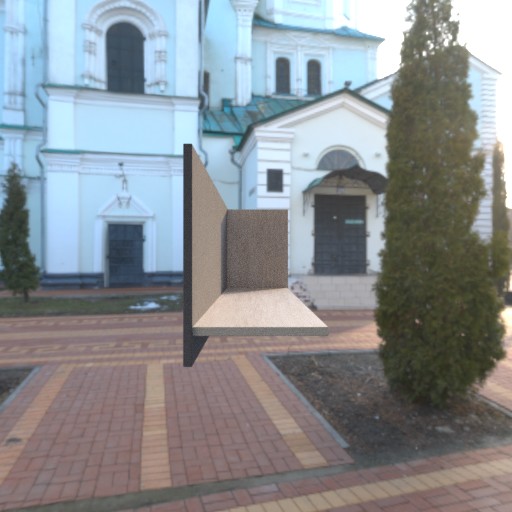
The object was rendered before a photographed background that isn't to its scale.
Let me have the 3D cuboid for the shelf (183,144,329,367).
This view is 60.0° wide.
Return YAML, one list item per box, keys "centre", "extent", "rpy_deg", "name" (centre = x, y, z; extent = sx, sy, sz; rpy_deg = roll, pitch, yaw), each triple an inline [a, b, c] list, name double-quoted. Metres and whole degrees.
- centre: [0.000, 0.000, 1.105]
  extent: [0.200, 0.300, 1.020]
  rpy_deg: [0, 0, 0]
  name: "shelf"
